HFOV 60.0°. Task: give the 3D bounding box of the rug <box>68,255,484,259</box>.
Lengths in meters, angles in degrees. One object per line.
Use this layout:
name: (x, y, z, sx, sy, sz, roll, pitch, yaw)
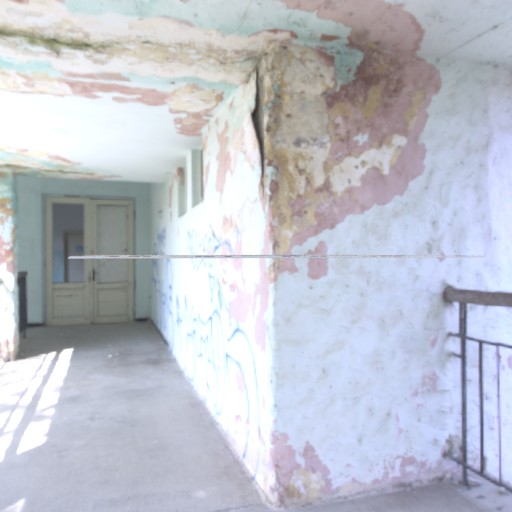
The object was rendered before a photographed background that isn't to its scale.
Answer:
rug: (0.000, 0.000, 4.208, 3.040, 0.014, 2.423, 0, 0, -17)
